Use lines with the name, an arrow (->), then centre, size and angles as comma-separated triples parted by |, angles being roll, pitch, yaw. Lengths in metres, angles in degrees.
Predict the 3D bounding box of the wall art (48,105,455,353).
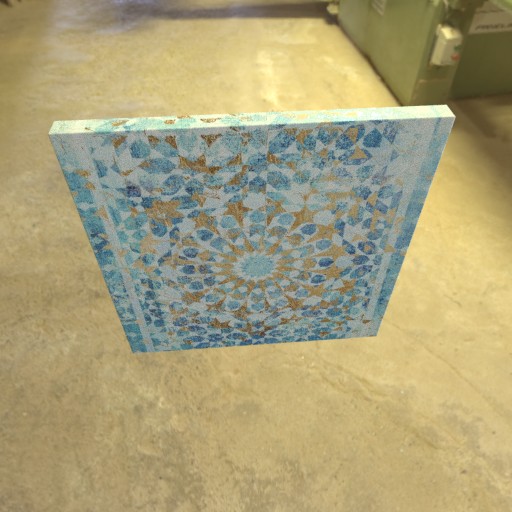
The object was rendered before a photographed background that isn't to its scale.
wall art -> 0.000, 0.000, 0.894 | 0.609, 0.609, 0.040 | -3, 47, -3
